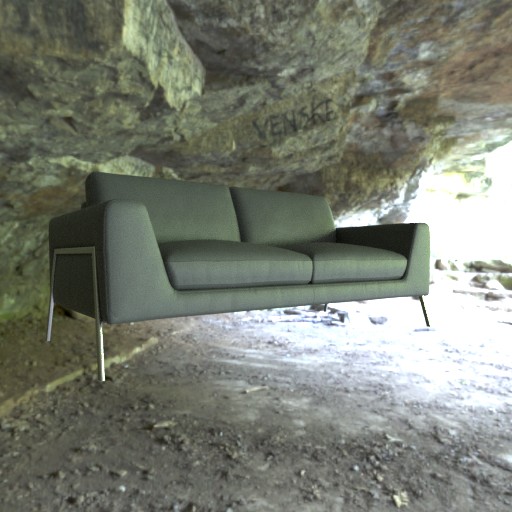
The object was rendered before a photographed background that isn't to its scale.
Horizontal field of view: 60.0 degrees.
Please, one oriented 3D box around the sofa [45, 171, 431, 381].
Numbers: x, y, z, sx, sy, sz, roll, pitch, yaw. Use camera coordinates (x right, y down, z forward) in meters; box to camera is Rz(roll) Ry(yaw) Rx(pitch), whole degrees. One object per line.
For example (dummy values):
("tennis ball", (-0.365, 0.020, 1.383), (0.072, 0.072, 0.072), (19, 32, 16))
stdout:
("sofa", (0.000, 0.000, 2.511), (2.017, 0.875, 0.953), (0, 0, -36))
